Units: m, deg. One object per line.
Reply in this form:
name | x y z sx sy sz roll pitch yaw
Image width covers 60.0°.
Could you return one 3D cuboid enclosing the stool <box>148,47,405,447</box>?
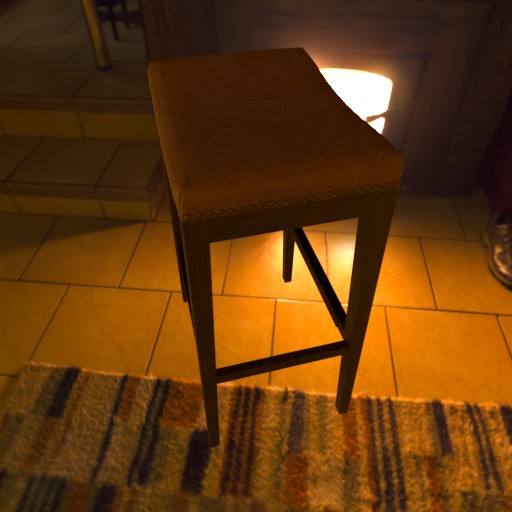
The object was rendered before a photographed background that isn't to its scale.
stool | 0.000 0.000 1.027 0.361 0.759 0.500 -10 45 -10
